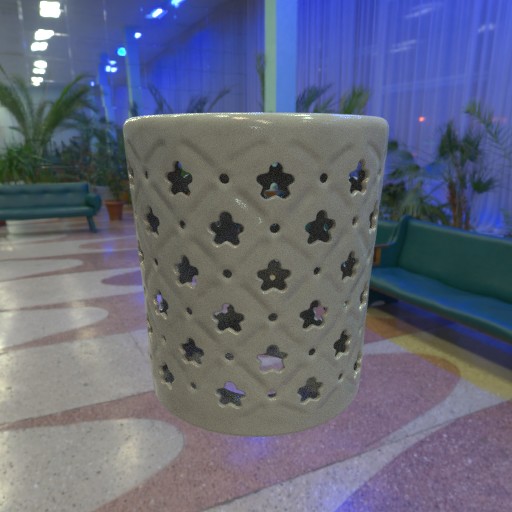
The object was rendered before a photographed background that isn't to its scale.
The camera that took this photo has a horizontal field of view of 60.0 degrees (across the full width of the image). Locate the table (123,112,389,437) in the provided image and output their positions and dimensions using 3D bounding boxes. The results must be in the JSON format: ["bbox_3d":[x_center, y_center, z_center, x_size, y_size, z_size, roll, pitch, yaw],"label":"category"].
[{"bbox_3d":[0.000,0.000,0.650,0.352,0.387,0.352,0,15,0],"label":"table"}]
